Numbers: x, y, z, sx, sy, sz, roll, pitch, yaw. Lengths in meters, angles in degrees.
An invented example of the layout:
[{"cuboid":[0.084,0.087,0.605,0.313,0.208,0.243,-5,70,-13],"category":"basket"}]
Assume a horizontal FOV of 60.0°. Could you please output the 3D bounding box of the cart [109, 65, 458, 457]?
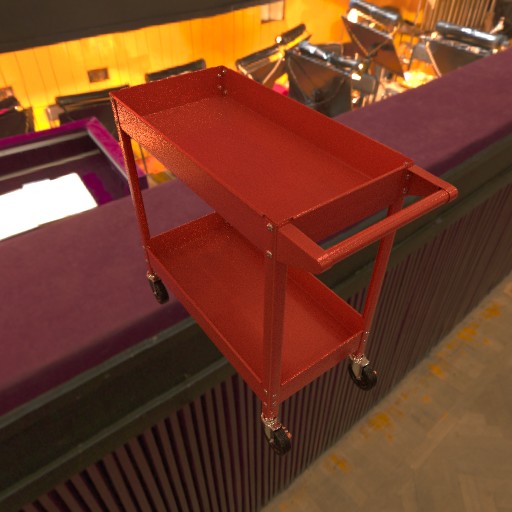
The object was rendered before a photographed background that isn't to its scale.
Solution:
[{"cuboid":[0.000,0.000,1.176,0.366,0.719,0.779,-26,48,-26],"category":"cart"}]
